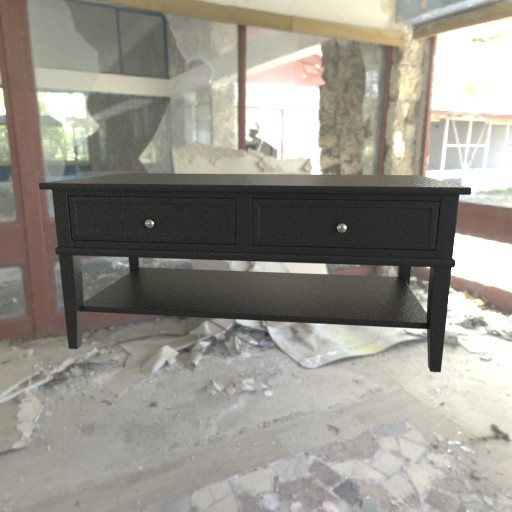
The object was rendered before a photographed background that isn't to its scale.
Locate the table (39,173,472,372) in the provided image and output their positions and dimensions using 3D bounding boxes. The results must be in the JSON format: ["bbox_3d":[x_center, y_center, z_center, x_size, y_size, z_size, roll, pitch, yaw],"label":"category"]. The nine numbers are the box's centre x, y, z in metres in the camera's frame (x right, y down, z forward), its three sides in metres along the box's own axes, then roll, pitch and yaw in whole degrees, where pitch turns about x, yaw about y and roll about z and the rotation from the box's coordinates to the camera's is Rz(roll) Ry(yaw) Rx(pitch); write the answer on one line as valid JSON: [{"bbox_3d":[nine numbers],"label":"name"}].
[{"bbox_3d":[0.000,0.000,1.363,1.044,0.470,0.523,2,13,8],"label":"table"}]
